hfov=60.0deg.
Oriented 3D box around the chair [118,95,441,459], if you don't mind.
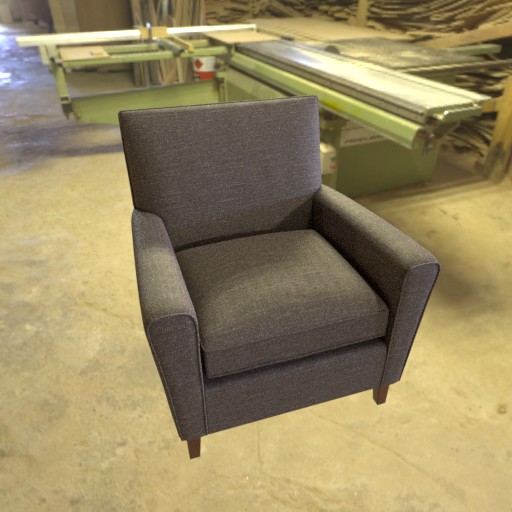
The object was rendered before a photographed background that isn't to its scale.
[{"bbox_3d":[0.000,0.000,1.577,0.838,0.885,0.875,-10,34,-15],"label":"chair"}]
